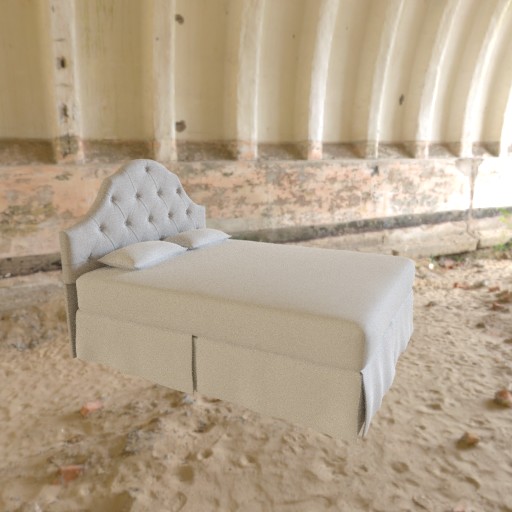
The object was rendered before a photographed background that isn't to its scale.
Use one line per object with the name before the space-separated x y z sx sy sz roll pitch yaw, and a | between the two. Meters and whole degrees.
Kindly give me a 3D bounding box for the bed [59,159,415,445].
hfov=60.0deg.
bed | 0.000 0.000 3.815 2.477 1.617 2.039 7 15 26
